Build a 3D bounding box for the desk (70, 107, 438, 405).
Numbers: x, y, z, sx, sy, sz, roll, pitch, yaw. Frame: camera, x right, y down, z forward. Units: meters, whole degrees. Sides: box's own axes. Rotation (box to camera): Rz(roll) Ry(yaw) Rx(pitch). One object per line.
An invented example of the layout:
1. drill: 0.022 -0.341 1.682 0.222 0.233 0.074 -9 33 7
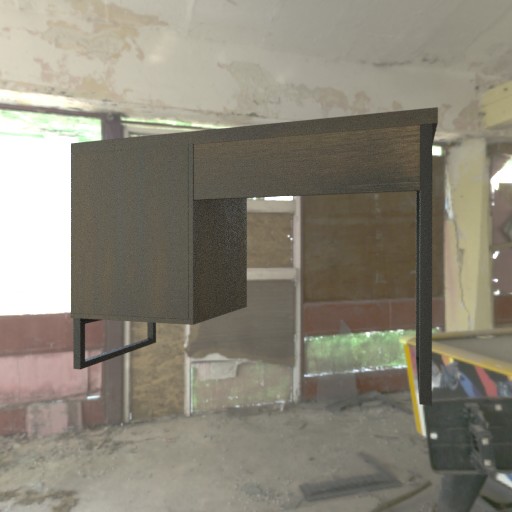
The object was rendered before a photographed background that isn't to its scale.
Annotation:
1. desk: 0.000 0.000 1.535 1.134 0.752 0.511 0 0 19
